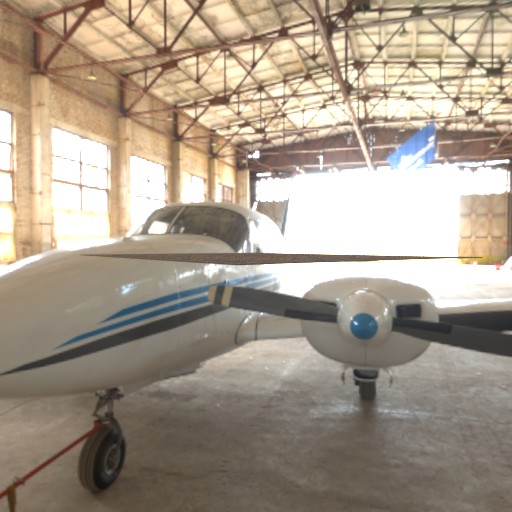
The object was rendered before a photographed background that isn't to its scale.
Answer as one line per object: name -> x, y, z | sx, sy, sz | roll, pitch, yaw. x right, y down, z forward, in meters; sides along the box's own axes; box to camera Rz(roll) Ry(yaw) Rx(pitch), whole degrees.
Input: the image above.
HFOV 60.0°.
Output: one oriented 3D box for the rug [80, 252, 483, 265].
rug -> 0.000, 0.000, 4.179 | 2.425, 0.008, 3.035 | -1, 2, -36
